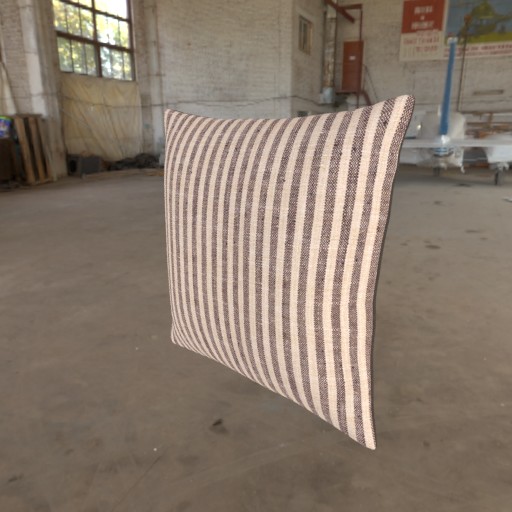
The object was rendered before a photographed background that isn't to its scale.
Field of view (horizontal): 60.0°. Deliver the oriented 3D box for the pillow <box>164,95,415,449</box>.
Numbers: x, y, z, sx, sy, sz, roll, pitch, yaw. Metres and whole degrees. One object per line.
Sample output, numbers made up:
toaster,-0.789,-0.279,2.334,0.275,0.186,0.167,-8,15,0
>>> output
pillow,0.000,0.000,0.775,0.523,0.506,0.166,15,22,42
